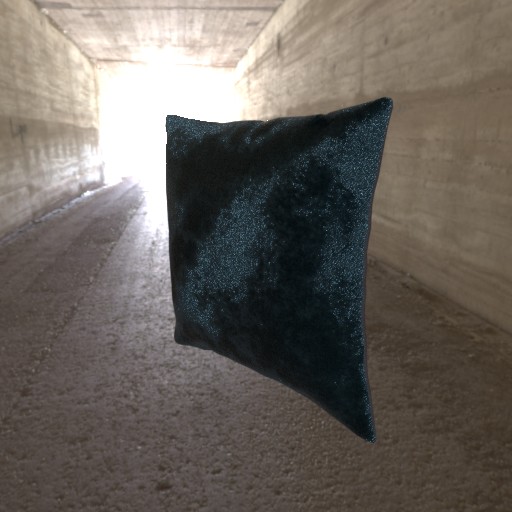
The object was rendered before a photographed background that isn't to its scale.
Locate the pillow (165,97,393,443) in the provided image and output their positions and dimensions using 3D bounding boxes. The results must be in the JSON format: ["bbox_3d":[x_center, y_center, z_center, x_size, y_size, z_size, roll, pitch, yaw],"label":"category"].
[{"bbox_3d":[0.000,0.000,0.663,0.436,0.430,0.138,15,21,42],"label":"pillow"}]
